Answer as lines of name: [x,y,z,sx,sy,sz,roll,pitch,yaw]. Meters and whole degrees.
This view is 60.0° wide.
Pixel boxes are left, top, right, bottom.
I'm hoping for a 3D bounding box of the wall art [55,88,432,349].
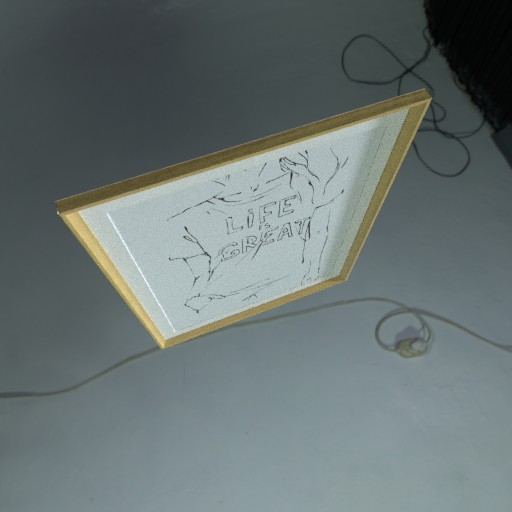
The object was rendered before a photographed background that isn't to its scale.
wall art: [0.000,0.000,1.340,0.798,1.002,0.030,-19,65,-9]
